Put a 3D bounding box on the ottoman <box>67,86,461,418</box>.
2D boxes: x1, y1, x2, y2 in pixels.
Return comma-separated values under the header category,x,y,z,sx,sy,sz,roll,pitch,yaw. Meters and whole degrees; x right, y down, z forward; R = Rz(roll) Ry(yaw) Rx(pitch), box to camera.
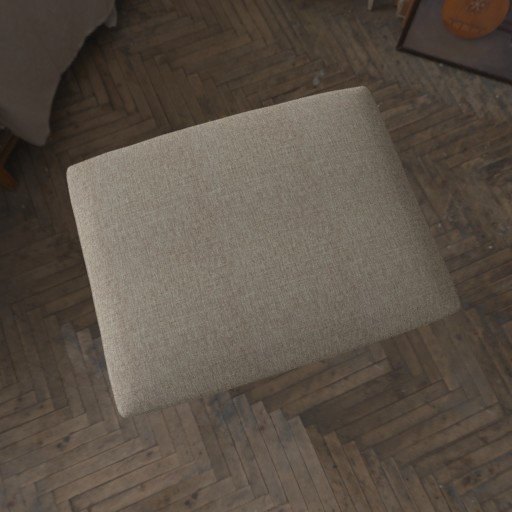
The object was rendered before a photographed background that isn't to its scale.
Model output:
category,x,y,z,sx,sy,sz,roll,pitch,yaw
ottoman,0.000,0.000,1.131,0.741,0.513,0.584,-17,76,-4
